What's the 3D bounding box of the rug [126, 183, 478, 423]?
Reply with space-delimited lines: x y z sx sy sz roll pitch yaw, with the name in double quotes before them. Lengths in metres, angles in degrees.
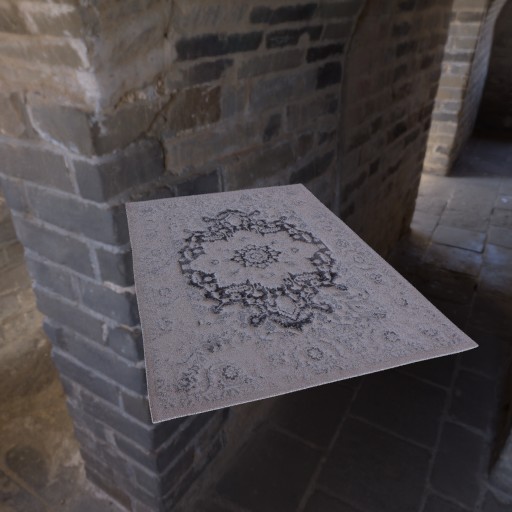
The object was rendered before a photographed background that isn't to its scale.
"rug" 0.000 0.000 2.279 1.223 0.008 1.813 -9 31 -15
